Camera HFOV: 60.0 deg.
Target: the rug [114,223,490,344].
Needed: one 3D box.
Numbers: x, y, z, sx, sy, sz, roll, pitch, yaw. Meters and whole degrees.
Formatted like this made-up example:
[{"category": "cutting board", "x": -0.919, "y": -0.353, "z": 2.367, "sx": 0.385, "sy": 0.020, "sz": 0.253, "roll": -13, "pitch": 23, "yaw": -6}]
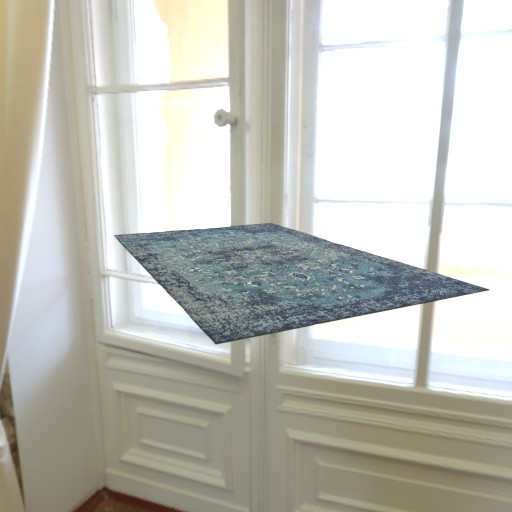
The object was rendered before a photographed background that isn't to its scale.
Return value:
[{"category": "rug", "x": 0.000, "y": 0.000, "z": 3.043, "sx": 1.525, "sy": 0.007, "sz": 2.440, "roll": -6, "pitch": 15, "yaw": -25}]
